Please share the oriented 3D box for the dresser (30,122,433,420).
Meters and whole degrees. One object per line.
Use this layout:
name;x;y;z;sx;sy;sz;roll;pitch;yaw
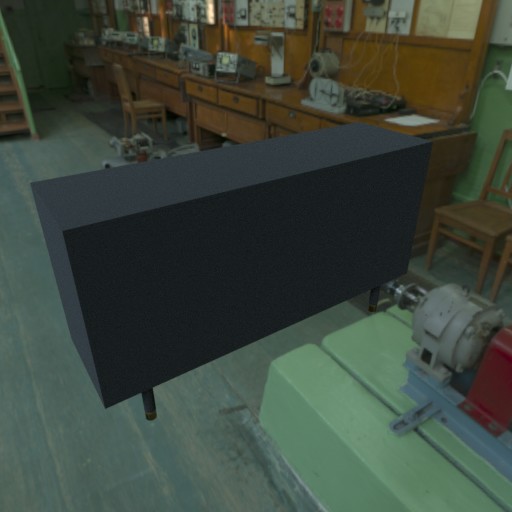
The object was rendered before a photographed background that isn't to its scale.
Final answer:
dresser;0.000;0.000;1.939;1.558;0.872;0.463;-19;35;-29
